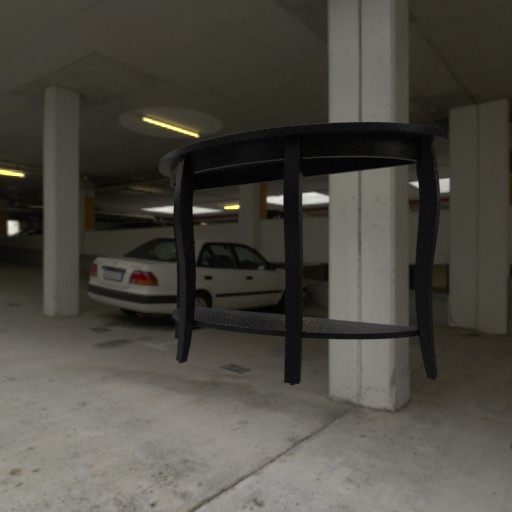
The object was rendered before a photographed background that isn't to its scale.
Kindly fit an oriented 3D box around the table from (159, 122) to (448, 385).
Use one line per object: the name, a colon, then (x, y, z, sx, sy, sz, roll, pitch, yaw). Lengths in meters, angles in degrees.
table: (0.000, 0.000, 1.605, 1.219, 0.780, 0.394, 0, 0, 36)
